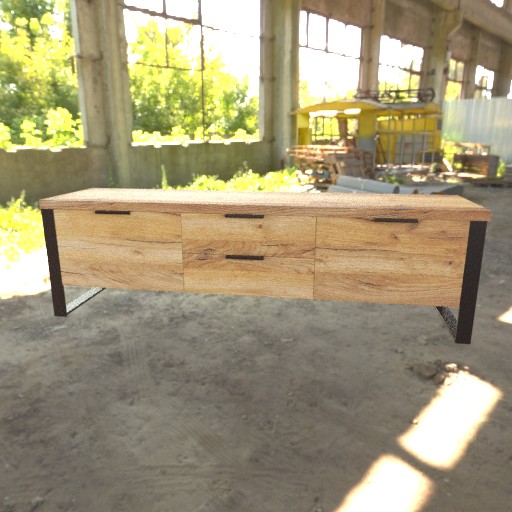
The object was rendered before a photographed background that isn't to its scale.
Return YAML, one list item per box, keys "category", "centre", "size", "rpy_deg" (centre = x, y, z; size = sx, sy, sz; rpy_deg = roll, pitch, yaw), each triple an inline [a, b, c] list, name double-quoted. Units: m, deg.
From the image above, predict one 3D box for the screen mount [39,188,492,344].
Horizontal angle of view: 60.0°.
- category: "screen mount"
  centre: [0.000, 0.000, 1.709]
  size: [1.524, 0.450, 0.395]
  rpy_deg: [2, 15, 9]
